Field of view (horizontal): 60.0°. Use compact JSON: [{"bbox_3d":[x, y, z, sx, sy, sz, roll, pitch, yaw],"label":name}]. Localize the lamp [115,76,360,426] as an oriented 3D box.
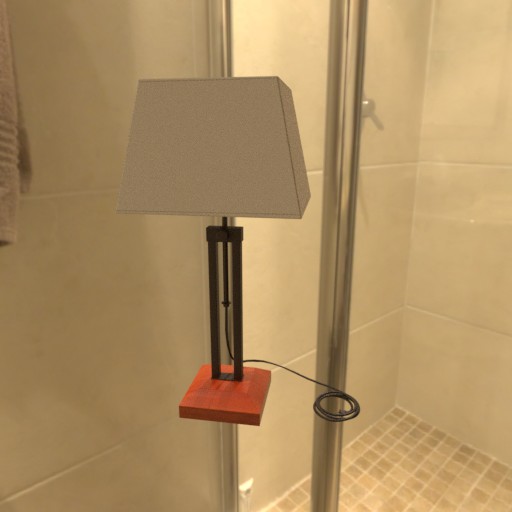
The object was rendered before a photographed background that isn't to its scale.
[{"bbox_3d":[0.000,0.000,0.988,0.498,0.737,0.310,3,15,10],"label":"lamp"}]
